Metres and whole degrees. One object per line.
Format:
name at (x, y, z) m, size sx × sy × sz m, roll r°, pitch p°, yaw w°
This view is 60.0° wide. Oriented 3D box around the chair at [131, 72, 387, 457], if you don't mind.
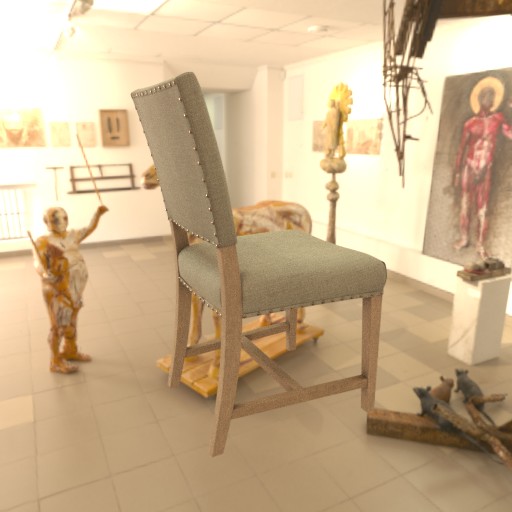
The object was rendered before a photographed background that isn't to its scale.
chair at (0.000, 0.000, 1.374) m, size 0.622 × 0.986 × 0.508 m, roll -8°, pitch 17°, yaw -27°
